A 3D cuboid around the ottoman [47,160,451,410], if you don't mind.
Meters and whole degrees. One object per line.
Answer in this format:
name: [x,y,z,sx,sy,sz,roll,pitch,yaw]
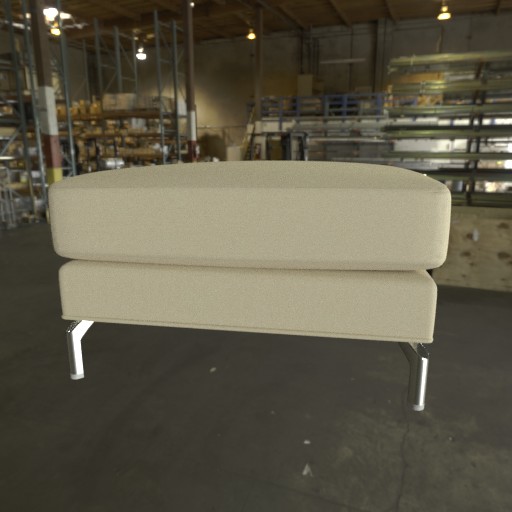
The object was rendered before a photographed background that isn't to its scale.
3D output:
ottoman: [0.000,0.000,1.188,0.835,0.497,0.581,2,14,9]
